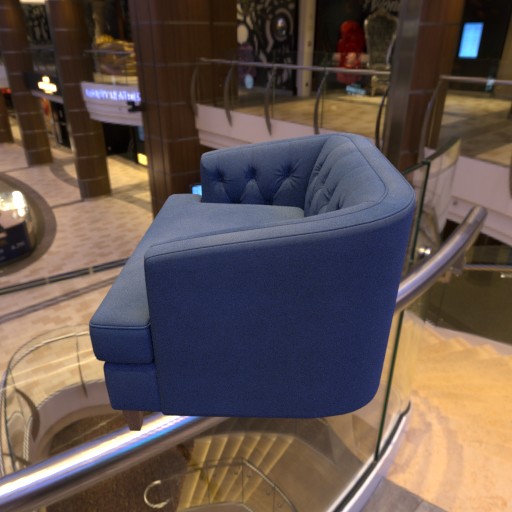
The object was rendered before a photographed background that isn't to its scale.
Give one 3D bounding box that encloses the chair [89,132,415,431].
[{"bbox_3d":[0.000,0.000,1.722,0.914,0.787,1.118,1,27,2],"label":"chair"}]
